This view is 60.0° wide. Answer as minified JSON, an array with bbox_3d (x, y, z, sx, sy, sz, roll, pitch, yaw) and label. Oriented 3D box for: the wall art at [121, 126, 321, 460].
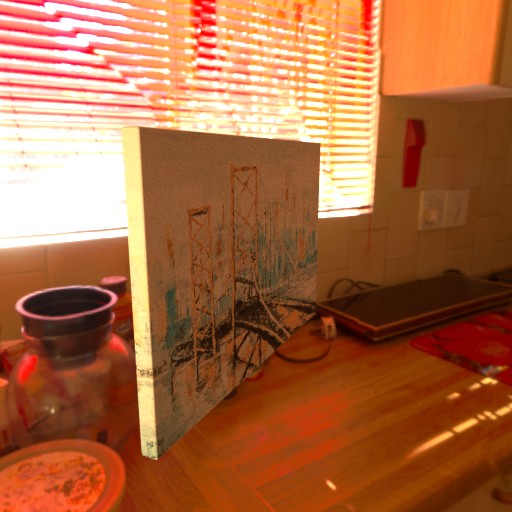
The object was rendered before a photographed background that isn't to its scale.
[{"bbox_3d":[0.000,0.000,1.178,0.038,0.609,0.913,6,14,26],"label":"wall art"}]
